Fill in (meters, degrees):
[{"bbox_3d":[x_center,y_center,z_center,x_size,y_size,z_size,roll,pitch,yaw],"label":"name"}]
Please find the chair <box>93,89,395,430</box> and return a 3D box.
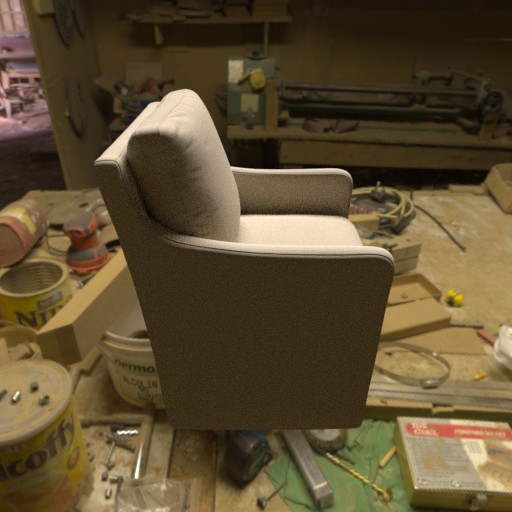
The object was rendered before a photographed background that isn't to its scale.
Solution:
[{"bbox_3d":[0.000,0.000,1.379,0.694,0.914,0.626,0,31,0],"label":"chair"}]
